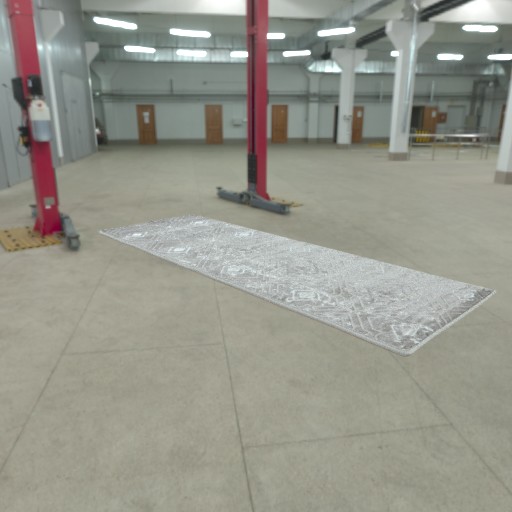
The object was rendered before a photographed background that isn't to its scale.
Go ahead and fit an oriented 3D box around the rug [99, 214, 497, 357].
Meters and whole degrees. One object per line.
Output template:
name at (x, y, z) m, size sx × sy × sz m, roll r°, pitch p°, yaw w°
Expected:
rug at (0.000, 0.000, 2.614) m, size 0.832 × 0.035 × 2.381 m, roll -16°, pitch 24°, yaw -41°
